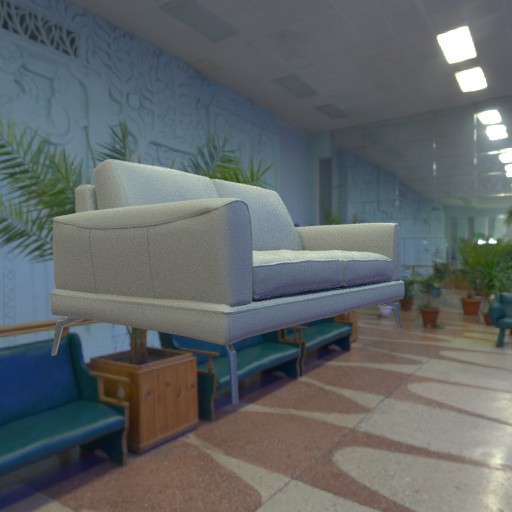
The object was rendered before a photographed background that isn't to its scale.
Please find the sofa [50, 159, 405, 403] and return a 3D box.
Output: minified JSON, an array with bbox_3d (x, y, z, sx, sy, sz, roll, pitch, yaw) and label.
[{"bbox_3d":[0.000,0.000,2.449,1.121,0.930,1.819,0,1,36],"label":"sofa"}]
